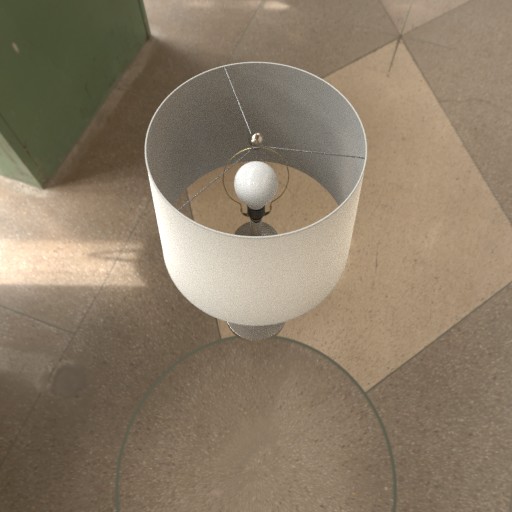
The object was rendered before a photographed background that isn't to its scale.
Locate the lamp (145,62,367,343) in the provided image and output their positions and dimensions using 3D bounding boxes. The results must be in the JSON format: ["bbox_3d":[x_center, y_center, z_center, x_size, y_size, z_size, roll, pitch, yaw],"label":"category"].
[{"bbox_3d":[0.000,0.000,0.867,0.333,0.696,0.333,0,64,0],"label":"lamp"}]
